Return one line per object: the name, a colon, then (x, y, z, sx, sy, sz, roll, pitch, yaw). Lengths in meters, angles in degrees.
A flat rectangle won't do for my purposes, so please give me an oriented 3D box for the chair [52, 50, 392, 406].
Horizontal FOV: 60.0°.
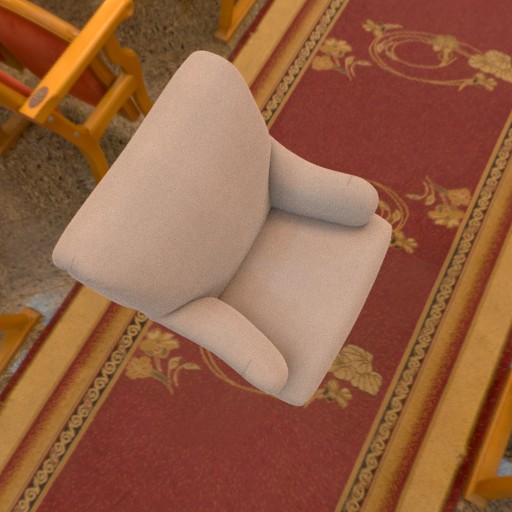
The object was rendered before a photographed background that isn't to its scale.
chair: (0.000, 0.000, 1.557, 0.842, 0.942, 0.766, 28, 77, 7)
